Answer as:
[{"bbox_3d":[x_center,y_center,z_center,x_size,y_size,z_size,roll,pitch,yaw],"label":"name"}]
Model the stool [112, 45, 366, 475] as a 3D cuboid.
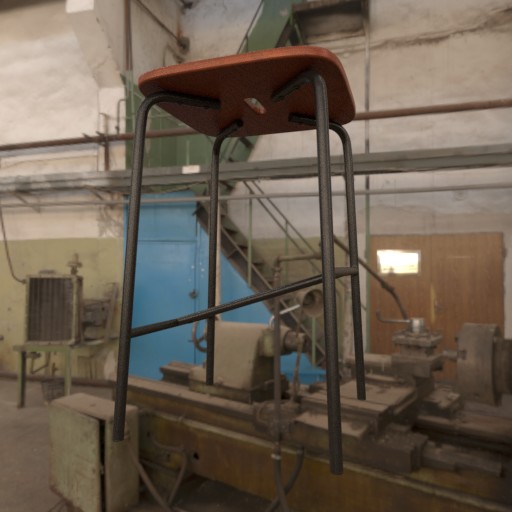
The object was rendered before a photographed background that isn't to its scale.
[{"bbox_3d":[0.000,0.000,0.848,0.376,0.610,0.376,0,-1,19],"label":"stool"}]
